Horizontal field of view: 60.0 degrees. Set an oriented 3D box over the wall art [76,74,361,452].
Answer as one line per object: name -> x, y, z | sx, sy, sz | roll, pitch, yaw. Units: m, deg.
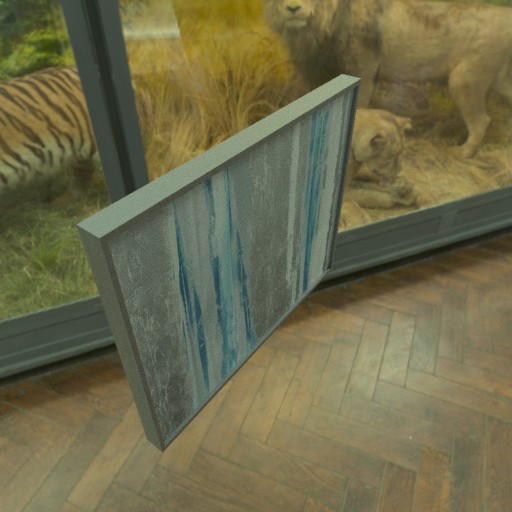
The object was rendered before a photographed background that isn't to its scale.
wall art -> 0.000, 0.000, 0.757 | 0.037, 0.450, 0.557 | 26, 47, 27
